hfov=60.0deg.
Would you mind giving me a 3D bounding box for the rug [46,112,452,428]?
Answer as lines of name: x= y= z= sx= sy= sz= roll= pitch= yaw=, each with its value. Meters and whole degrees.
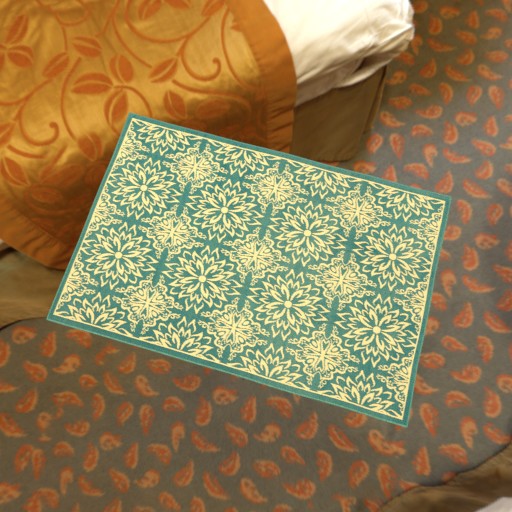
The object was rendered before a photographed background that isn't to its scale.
rug: x=0.000 y=0.000 z=3.464 sx=2.769 sy=0.018 sz=1.830 roll=16 pitch=76 yaw=4
